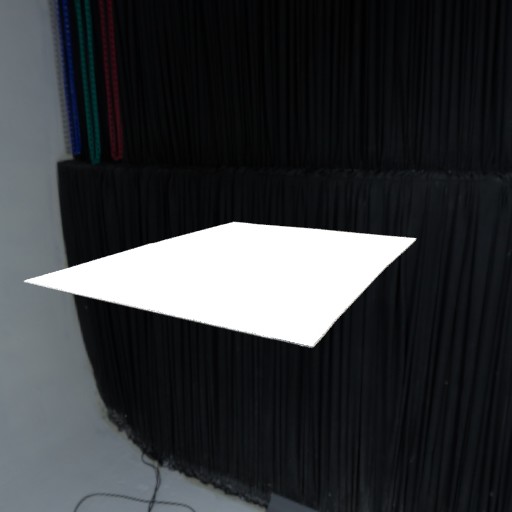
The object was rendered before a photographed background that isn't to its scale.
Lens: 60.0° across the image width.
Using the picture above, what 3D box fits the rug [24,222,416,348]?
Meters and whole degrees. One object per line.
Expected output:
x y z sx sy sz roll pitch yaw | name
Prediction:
0.000 0.000 5.039 2.873 0.053 3.778 8 16 28 | rug
